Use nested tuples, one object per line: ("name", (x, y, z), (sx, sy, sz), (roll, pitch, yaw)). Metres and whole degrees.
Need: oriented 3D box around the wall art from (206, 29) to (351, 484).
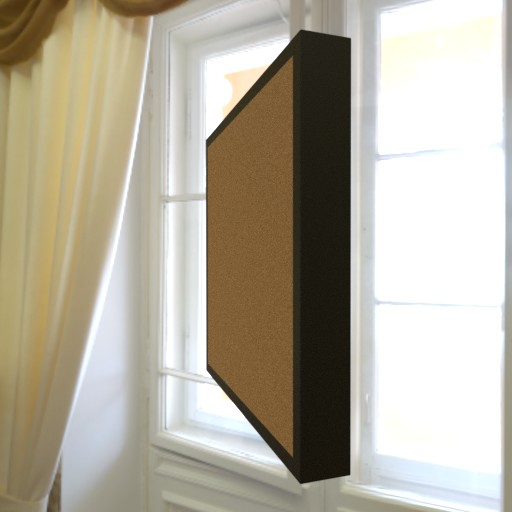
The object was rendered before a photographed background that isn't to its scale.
("wall art", (0.000, 0.000, 0.446), (0.038, 0.304, 0.304), (0, 0, -18))
